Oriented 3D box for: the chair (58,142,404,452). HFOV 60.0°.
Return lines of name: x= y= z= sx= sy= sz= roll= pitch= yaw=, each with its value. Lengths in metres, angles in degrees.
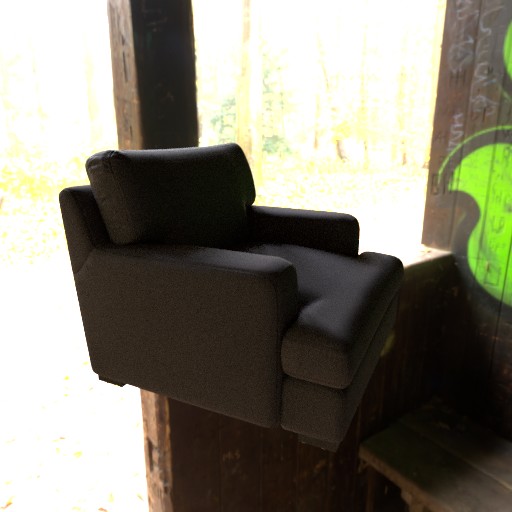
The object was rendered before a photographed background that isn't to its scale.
chair: x=0.000 y=0.000 z=1.966 sx=1.143 sy=0.940 sz=1.168 roll=8 pitch=18 yaw=25
